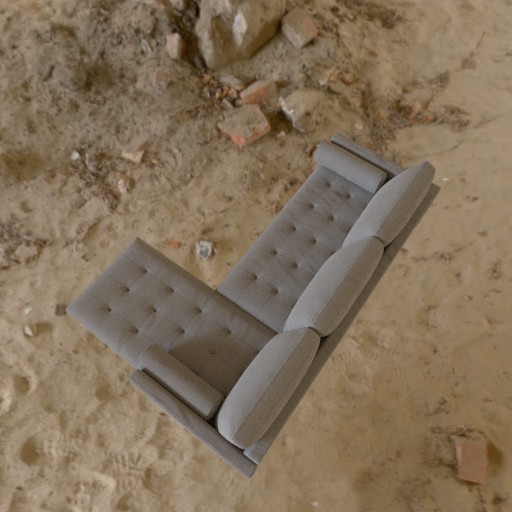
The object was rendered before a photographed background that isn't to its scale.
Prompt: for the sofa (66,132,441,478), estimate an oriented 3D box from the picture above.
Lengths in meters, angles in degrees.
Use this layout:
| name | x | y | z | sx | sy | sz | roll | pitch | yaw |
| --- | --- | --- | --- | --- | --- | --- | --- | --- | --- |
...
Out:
| name | x | y | z | sx | sy | sz | roll | pitch | yaw |
| --- | --- | --- | --- | --- | --- | --- | --- | --- | --- |
| sofa | 0.000 | 0.000 | 2.922 | 1.506 | 0.875 | 2.178 | 33 | 68 | 15 |
